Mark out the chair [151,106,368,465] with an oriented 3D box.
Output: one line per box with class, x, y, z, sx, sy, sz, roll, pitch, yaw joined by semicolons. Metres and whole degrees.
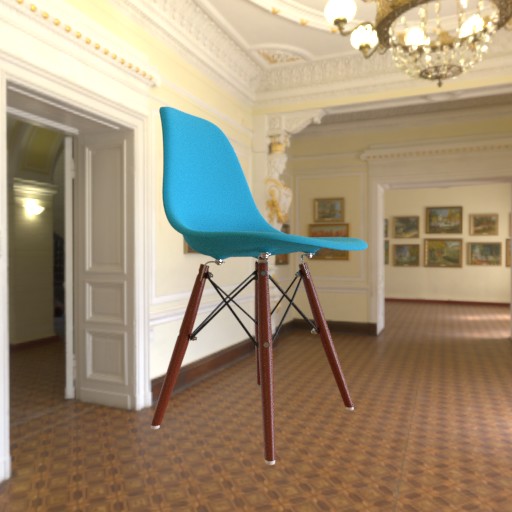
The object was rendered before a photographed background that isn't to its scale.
chair;0.000;0.000;1.141;0.533;0.826;0.470;0;1;36
